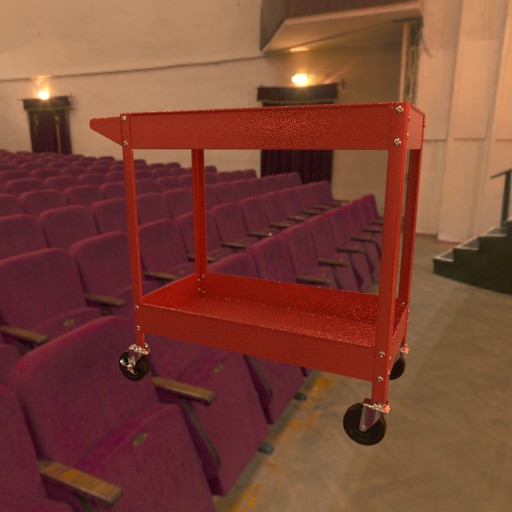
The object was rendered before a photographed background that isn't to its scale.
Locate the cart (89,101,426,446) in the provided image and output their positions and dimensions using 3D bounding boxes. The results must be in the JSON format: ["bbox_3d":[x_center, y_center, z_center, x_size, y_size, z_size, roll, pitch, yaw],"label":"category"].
[{"bbox_3d":[0.000,0.000,1.175,0.779,0.719,0.366,6,15,25],"label":"cart"}]
